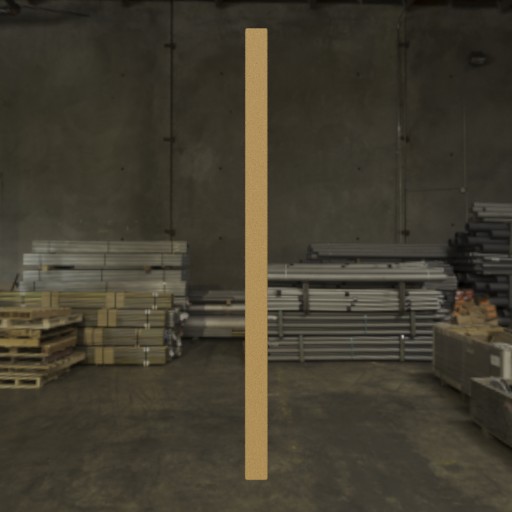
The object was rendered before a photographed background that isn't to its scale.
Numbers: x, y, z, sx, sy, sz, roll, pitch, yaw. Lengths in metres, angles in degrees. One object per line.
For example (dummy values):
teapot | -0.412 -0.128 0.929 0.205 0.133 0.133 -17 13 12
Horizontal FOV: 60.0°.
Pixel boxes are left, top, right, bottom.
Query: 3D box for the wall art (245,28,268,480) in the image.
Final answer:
wall art | 0.000 0.000 1.127 0.037 0.761 0.761 0 -1 0
